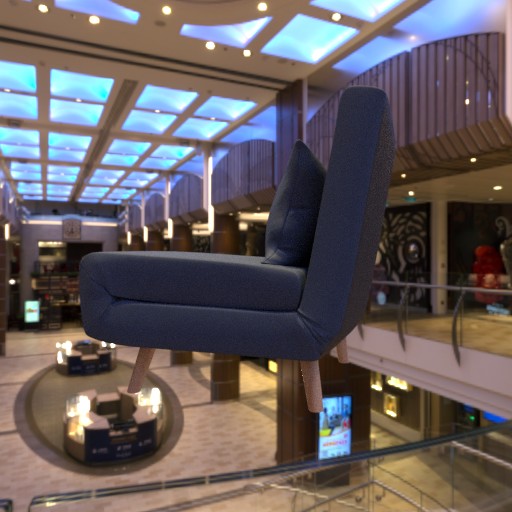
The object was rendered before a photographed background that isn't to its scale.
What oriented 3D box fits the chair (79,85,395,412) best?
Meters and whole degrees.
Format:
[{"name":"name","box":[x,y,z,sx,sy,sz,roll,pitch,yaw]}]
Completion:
[{"name":"chair","box":[0.000,0.000,1.506,0.900,0.808,0.770,0,0,19]}]
